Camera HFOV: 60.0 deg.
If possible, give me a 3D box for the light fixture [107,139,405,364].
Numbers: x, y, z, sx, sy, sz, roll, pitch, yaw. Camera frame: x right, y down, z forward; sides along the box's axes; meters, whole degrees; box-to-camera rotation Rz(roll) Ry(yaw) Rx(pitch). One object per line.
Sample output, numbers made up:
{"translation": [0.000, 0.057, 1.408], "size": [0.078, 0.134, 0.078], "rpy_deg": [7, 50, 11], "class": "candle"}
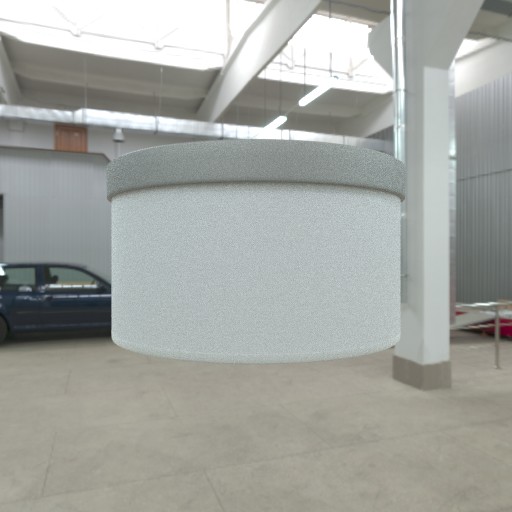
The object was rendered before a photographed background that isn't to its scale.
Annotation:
{"translation": [0.000, 0.000, 0.616], "size": [0.393, 0.229, 0.393], "rpy_deg": [0, 0, 0], "class": "light fixture"}
